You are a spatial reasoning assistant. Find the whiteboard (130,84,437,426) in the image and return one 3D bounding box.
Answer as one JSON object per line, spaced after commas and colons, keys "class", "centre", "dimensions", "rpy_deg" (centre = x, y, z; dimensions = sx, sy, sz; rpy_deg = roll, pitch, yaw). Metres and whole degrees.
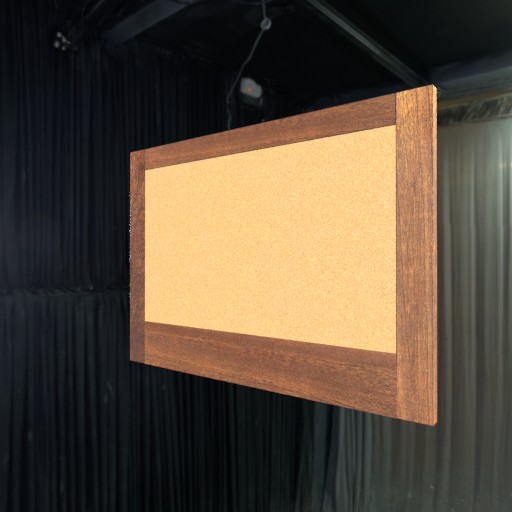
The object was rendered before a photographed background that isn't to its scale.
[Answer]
{"class": "whiteboard", "centre": [0.000, 0.000, 0.991], "dimensions": [0.783, 0.559, 0.083], "rpy_deg": [0, 0, 37]}
